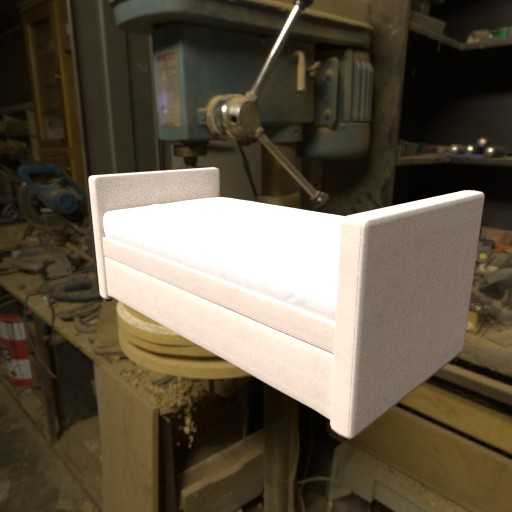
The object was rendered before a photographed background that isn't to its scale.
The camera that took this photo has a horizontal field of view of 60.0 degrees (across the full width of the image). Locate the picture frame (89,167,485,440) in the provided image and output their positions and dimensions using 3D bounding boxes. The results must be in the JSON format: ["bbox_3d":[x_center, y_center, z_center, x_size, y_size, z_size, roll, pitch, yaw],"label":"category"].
[{"bbox_3d":[0.000,0.000,2.691,1.069,0.891,2.161,-14,21,-42],"label":"picture frame"}]
